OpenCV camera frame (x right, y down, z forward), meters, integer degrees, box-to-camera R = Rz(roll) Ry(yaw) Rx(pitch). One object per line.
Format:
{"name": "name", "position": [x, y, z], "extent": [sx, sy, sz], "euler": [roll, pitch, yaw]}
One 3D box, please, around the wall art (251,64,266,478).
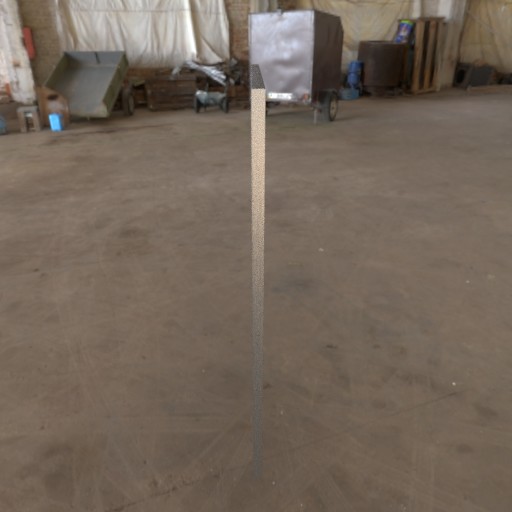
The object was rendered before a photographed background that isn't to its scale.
{"name": "wall art", "position": [0.000, 0.000, 0.690], "extent": [0.013, 0.529, 0.376], "euler": [0, 26, -1]}
